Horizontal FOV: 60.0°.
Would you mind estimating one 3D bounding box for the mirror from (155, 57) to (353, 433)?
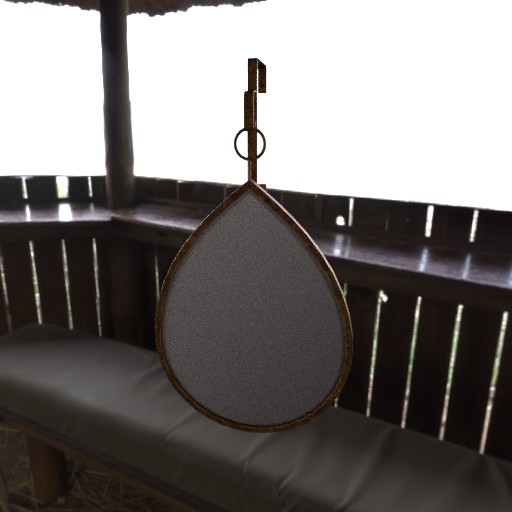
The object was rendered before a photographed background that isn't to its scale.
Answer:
[{"bbox_3d":[0.000,0.000,0.912,0.405,0.744,0.144,3,16,10],"label":"mirror"}]
